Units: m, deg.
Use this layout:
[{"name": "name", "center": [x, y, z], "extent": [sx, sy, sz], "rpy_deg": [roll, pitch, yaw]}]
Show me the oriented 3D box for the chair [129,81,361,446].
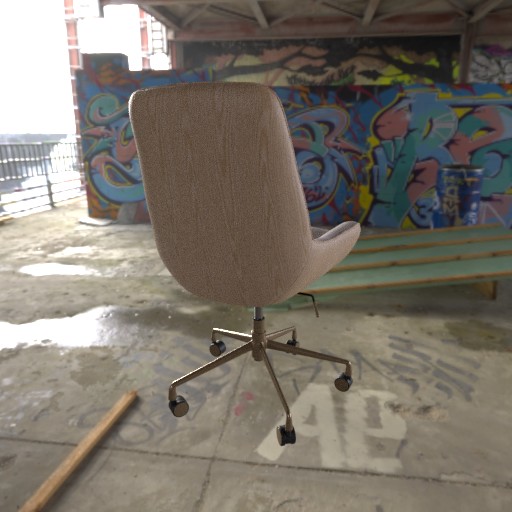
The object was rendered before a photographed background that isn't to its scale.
[{"name": "chair", "center": [0.000, 0.000, 1.373], "extent": [0.564, 0.952, 0.668], "rpy_deg": [8, 17, 27]}]
